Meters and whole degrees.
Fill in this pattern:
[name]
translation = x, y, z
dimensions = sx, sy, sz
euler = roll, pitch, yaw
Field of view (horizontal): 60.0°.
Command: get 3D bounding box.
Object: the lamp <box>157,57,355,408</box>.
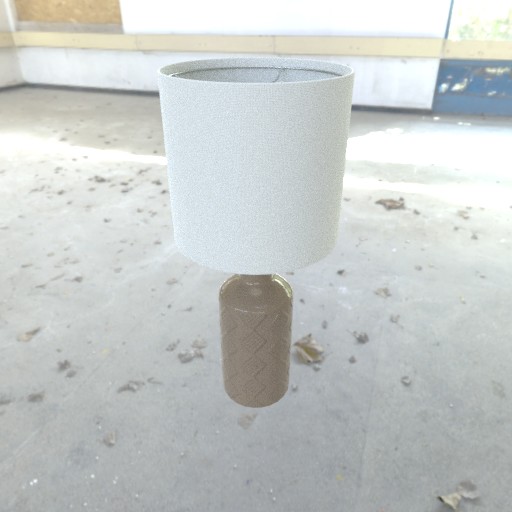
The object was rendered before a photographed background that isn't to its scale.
[lamp]
translation = 0.000, 0.000, 0.585
dimensions = 0.207, 0.461, 0.207
euler = 10, 31, 17
